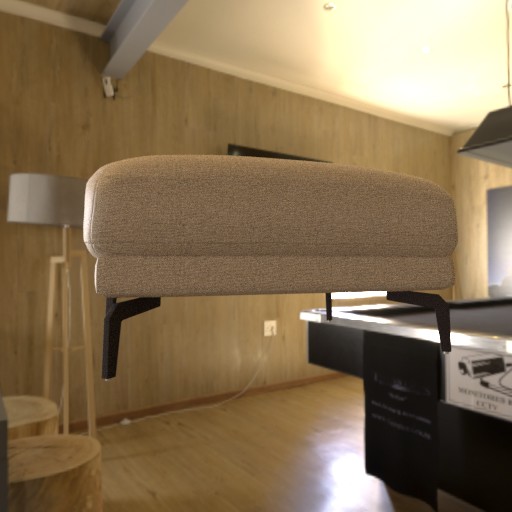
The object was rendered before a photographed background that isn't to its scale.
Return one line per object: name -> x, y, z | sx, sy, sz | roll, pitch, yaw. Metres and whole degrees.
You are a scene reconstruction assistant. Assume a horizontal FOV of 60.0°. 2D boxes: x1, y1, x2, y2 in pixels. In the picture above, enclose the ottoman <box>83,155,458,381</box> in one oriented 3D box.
ottoman -> 0.000, 0.000, 1.081 | 0.772, 0.420, 0.568 | 0, -1, -18
